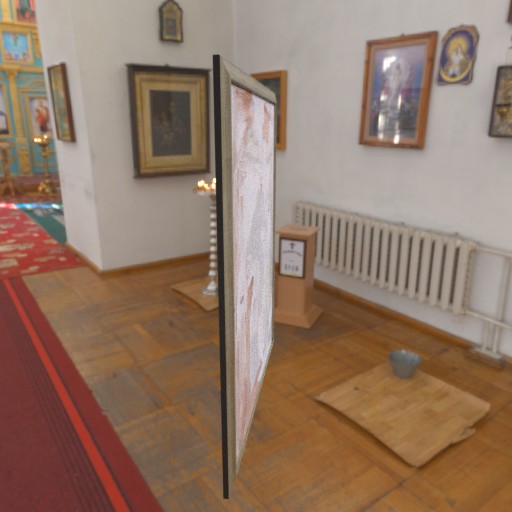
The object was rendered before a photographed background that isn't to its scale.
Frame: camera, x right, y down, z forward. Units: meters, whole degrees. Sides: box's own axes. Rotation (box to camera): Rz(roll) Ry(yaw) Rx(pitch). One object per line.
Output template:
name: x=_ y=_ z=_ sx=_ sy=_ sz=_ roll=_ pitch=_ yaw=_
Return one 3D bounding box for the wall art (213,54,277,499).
wall art: x=0.000 y=0.000 z=0.891 sx=0.018 sy=0.660 sz=0.559 roll=2 pitch=16 yaw=9
